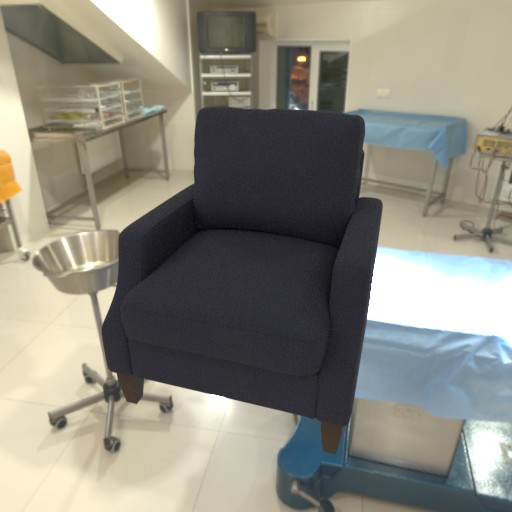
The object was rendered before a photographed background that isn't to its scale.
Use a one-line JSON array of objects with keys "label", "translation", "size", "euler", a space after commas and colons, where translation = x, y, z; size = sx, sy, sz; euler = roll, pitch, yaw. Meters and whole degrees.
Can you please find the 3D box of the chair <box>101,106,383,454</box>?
[{"label": "chair", "translation": [0.000, 0.000, 1.664], "size": [0.855, 0.991, 0.897], "euler": [8, 27, 16]}]
